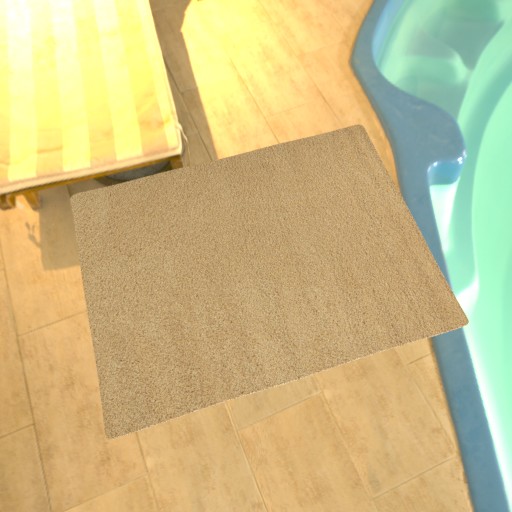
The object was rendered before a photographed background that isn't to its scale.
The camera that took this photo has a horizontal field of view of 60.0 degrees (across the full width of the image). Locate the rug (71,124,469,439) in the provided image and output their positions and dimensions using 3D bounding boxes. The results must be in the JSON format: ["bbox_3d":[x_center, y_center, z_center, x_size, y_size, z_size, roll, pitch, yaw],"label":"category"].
[{"bbox_3d":[0.000,0.000,2.098,1.600,0.025,1.199,-16,65,-7],"label":"rug"}]
